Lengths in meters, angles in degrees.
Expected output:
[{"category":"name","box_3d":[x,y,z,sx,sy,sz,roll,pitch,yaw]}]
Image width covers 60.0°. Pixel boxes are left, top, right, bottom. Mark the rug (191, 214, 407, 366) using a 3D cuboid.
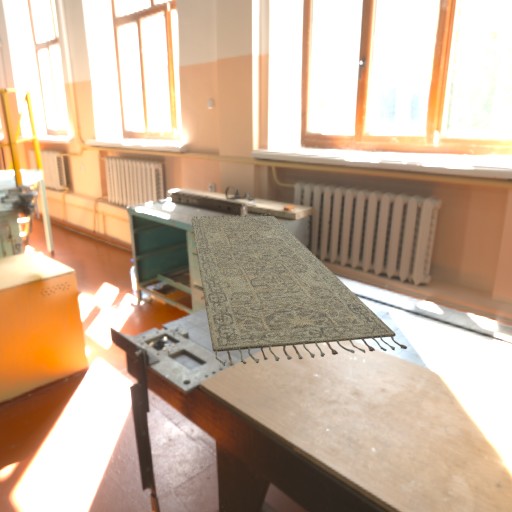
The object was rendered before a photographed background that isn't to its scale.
[{"category":"rug","box_3d":[0.000,0.000,2.928,0.762,0.011,2.664,-3,17,-9]}]
